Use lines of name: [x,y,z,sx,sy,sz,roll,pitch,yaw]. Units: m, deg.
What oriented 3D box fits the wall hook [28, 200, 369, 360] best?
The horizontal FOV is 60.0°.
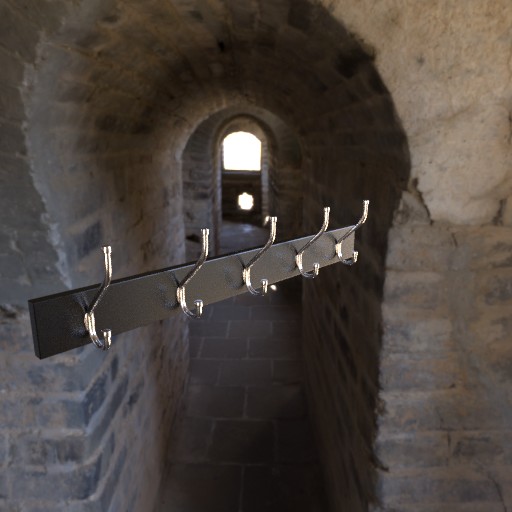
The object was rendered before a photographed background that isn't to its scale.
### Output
wall hook: [0.000,0.000,0.610,0.071,0.117,0.571,14,20,42]
